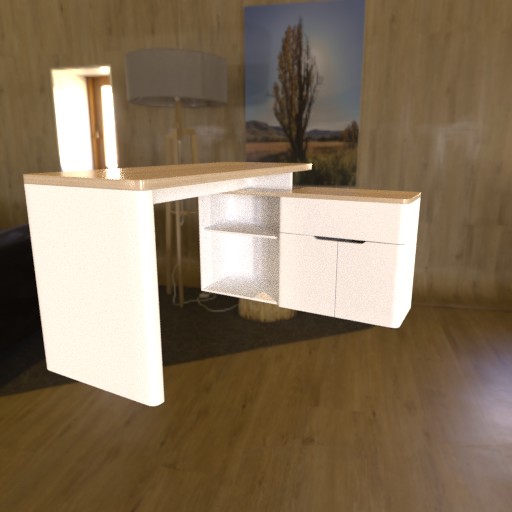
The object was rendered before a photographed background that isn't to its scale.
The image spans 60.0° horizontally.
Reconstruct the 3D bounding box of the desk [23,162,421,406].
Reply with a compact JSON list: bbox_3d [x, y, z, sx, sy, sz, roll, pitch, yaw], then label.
[{"bbox_3d":[0.000,0.000,2.004,1.175,0.770,1.400,8,16,28],"label":"desk"}]
